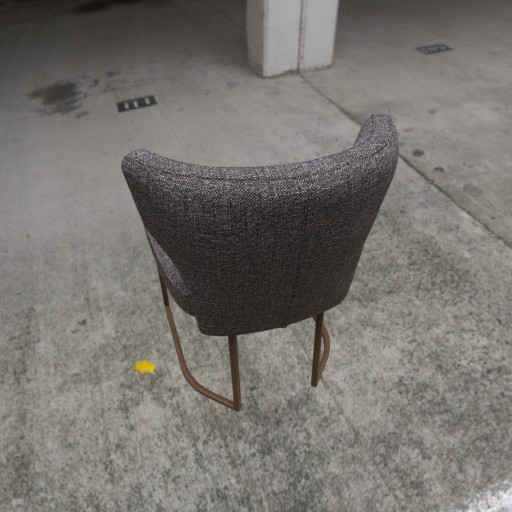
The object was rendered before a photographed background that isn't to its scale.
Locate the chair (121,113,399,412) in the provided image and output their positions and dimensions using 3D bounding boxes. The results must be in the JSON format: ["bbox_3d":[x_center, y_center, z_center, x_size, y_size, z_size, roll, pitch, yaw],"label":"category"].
[{"bbox_3d":[0.000,0.000,1.241,0.611,0.824,0.617,-13,42,-15],"label":"chair"}]
